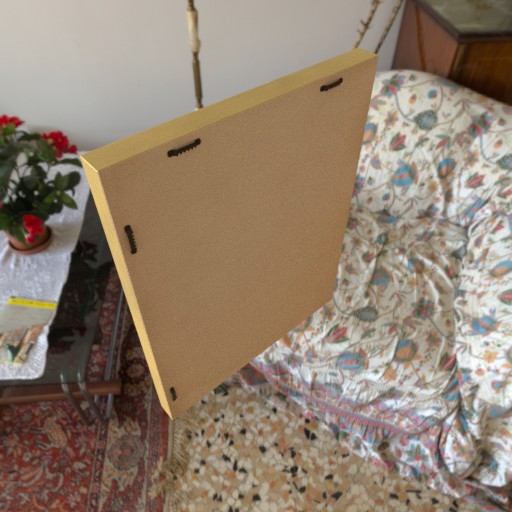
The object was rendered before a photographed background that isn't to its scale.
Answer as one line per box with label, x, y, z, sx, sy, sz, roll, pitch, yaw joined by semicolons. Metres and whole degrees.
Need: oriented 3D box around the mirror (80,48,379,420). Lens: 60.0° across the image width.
mirror;0.000;0.000;0.680;0.405;0.508;0.041;-32;53;-28
